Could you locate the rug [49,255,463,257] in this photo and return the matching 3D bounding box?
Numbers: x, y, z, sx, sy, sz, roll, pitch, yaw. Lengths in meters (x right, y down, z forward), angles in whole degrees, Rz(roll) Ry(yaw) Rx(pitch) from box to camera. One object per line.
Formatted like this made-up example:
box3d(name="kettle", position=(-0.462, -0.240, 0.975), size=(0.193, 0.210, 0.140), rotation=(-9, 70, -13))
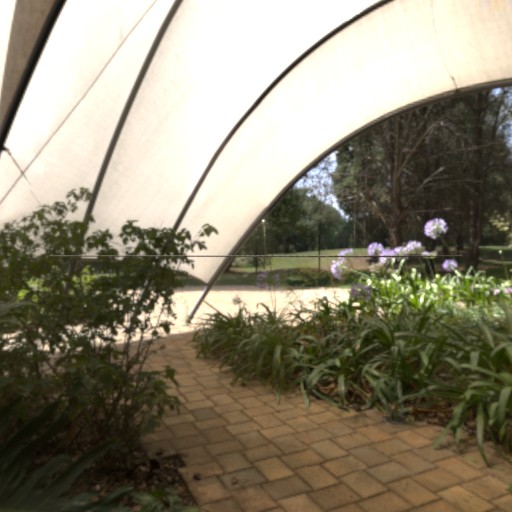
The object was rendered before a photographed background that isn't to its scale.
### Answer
box3d(name="rug", position=(0.000, 0.000, 5.214), size=(3.957, 0.011, 2.894), rotation=(0, 0, 36))
